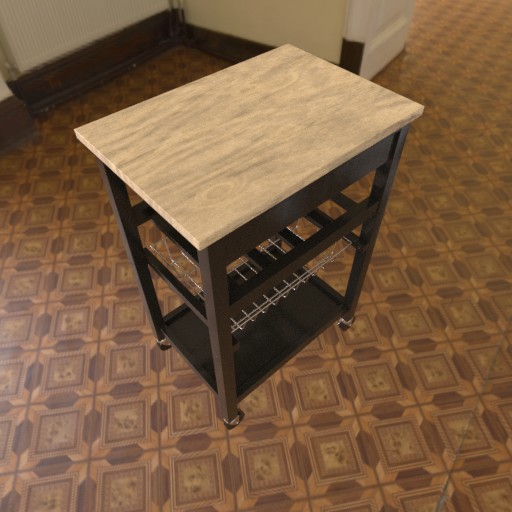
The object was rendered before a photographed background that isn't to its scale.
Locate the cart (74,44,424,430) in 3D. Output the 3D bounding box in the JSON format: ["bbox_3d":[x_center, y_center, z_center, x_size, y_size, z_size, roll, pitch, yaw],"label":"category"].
[{"bbox_3d":[0.000,0.000,1.194,0.584,0.839,0.403,-34,56,-26],"label":"cart"}]
